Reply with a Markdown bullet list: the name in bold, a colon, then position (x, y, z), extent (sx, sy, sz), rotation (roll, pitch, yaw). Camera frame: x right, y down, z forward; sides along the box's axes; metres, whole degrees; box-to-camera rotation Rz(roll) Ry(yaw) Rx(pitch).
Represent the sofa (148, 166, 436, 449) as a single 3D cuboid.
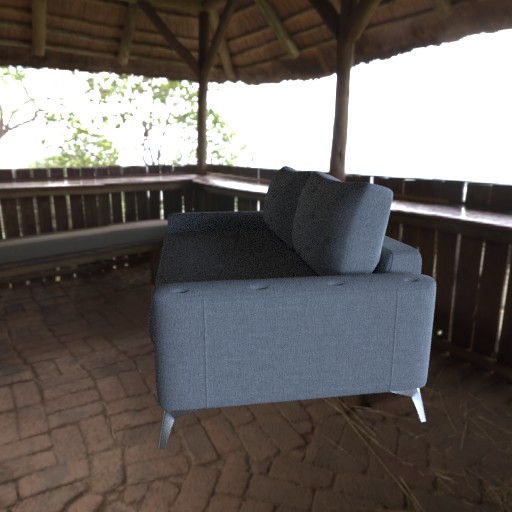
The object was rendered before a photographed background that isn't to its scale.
- **sofa**: position (0.000, 0.000, 2.107), extent (0.920, 0.790, 1.650), rotation (-2, 14, -9)
